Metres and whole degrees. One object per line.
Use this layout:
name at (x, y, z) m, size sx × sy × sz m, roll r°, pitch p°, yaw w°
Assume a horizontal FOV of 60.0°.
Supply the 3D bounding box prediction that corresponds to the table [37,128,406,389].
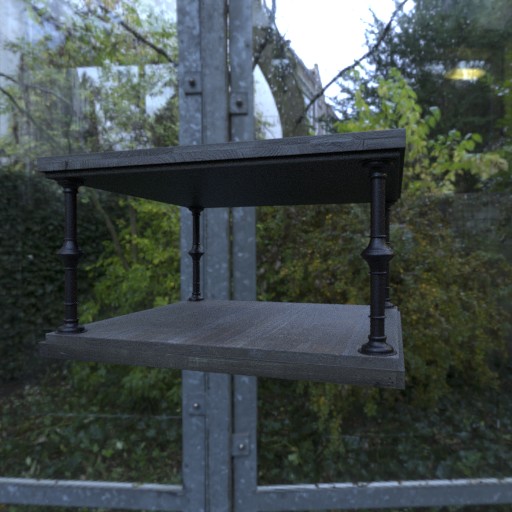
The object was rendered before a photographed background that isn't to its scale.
table at (0.000, 0.000, 1.113) m, size 0.696 × 0.400 × 0.696 m, roll 0°, pitch 1°, yaw 17°
